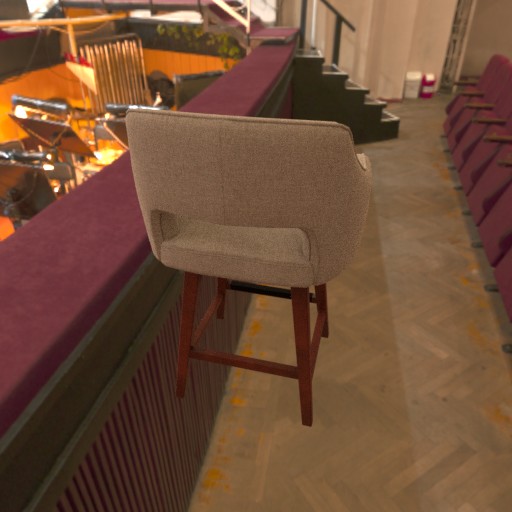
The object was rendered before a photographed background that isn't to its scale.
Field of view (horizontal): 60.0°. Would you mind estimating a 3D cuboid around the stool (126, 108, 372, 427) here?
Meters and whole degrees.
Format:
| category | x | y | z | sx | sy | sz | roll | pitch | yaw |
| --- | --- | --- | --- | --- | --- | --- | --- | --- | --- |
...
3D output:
| category | x | y | z | sx | sy | sz | roll | pitch | yaw |
| --- | --- | --- | --- | --- | --- | --- | --- | --- | --- |
| stool | 0.000 | 0.000 | 1.306 | 0.599 | 0.944 | 0.558 | 8 | 33 | 13 |
